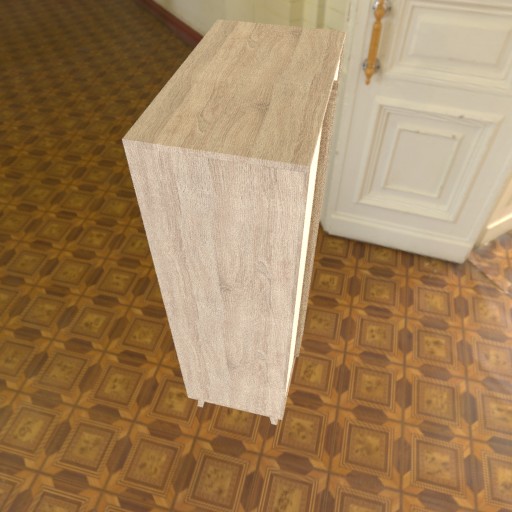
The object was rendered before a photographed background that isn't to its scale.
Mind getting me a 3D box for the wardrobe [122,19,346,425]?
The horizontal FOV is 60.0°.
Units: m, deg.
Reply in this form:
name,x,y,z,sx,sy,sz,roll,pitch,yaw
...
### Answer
name,x,y,z,sx,sy,sz,roll,pitch,yaw
wardrobe,0.000,0.000,2.355,0.600,1.960,1.000,10,48,9
